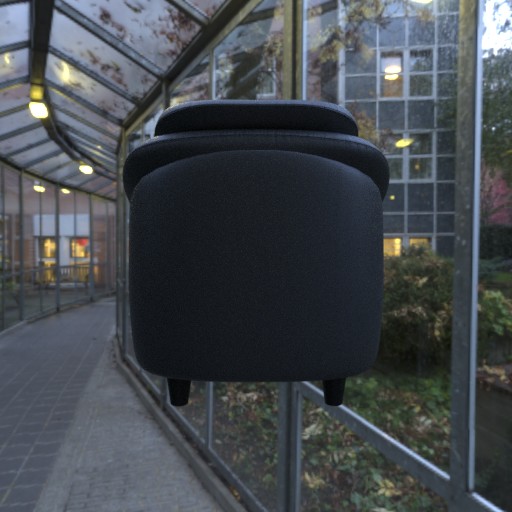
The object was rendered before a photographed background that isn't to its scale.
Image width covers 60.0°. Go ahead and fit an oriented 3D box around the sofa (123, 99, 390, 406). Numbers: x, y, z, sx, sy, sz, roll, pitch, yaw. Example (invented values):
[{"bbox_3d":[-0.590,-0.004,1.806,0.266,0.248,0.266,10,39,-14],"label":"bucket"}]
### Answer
[{"bbox_3d":[0.000,0.000,1.501,0.870,0.811,0.794,0,1,0],"label":"sofa"}]
